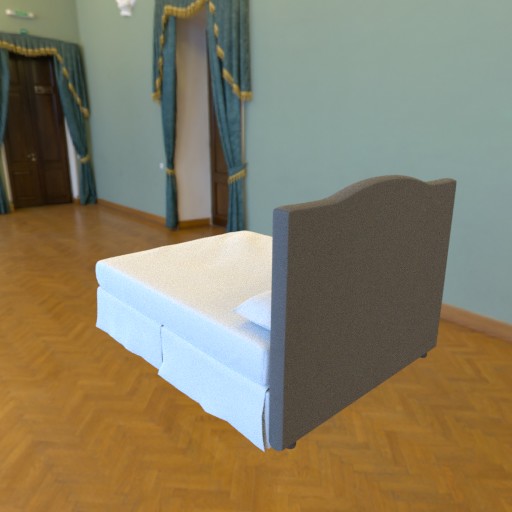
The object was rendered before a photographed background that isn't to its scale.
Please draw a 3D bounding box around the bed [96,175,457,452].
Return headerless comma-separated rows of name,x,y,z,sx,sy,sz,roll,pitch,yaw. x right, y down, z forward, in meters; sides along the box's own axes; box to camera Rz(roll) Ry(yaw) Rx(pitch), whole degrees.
bed,0.000,0.000,3.506,1.821,1.436,2.282,-15,22,-40
